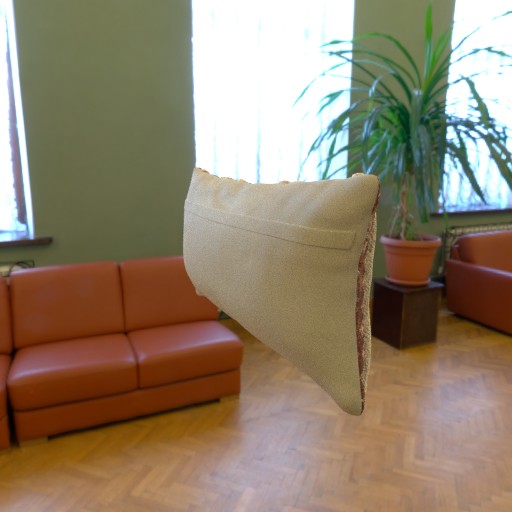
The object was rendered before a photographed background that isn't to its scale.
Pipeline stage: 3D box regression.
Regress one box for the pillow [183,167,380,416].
[{"bbox_3d":[0.000,0.000,0.754,0.161,0.295,0.608,-6,13,-25],"label":"pillow"}]
